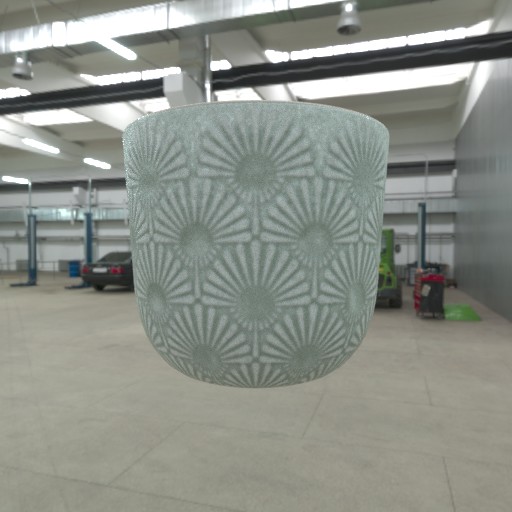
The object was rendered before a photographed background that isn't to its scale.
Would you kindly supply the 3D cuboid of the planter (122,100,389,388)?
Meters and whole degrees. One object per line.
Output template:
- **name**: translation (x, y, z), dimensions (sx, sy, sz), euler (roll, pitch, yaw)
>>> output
- **planter**: translation (0.000, 0.000, 0.295), dimensions (0.170, 0.152, 0.170), euler (0, 1, 0)
